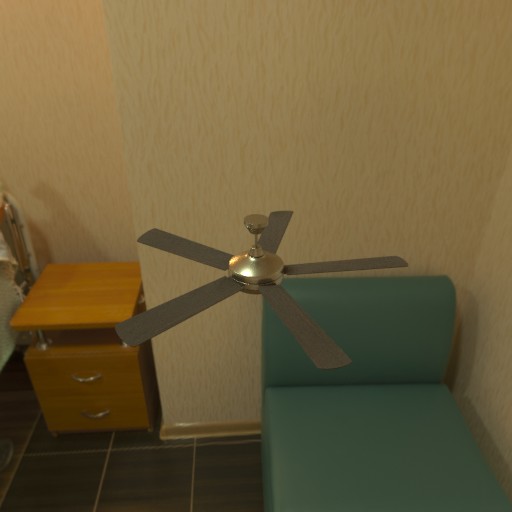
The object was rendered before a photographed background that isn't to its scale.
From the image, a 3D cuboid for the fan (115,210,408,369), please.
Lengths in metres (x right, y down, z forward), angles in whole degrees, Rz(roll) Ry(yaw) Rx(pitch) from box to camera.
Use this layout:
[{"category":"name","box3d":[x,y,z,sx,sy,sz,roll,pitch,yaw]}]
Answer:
[{"category":"fan","box3d":[0.000,0.000,1.954,1.321,0.356,1.321,-18,34,-28]}]
